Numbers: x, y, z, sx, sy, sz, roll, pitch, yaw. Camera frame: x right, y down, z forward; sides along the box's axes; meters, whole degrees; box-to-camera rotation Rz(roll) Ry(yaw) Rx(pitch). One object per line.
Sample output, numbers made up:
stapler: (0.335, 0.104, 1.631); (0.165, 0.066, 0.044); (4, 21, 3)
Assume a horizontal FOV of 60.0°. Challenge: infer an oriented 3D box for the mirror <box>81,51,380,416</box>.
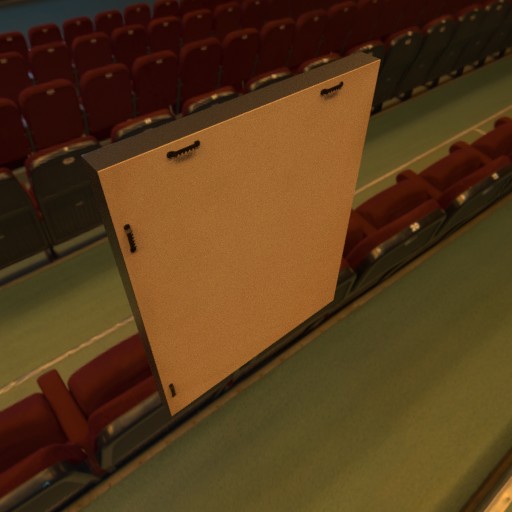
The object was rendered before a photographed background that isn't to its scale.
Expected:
mirror: (0.000, 0.000, 0.688); (0.405, 0.508, 0.041); (-31, 53, -27)
